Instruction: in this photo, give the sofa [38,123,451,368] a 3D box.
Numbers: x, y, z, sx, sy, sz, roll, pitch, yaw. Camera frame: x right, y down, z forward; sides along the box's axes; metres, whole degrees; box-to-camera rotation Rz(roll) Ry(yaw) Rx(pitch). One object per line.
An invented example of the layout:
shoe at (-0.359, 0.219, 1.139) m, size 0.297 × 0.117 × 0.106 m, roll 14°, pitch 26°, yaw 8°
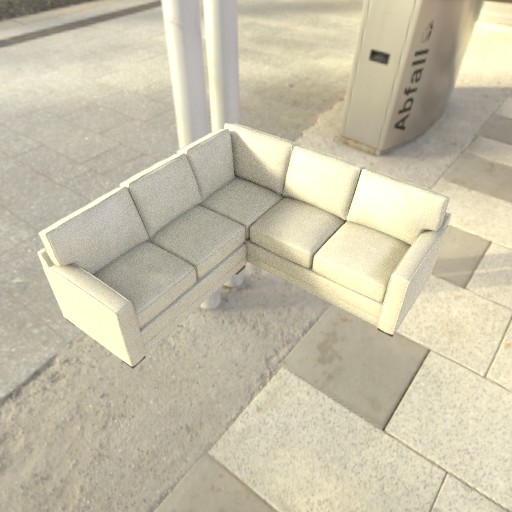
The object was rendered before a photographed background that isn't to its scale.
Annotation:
sofa at (0.000, 0.000, 3.402) m, size 2.211 × 0.936 × 2.188 m, roll 25°, pitch 47°, yaw 26°
